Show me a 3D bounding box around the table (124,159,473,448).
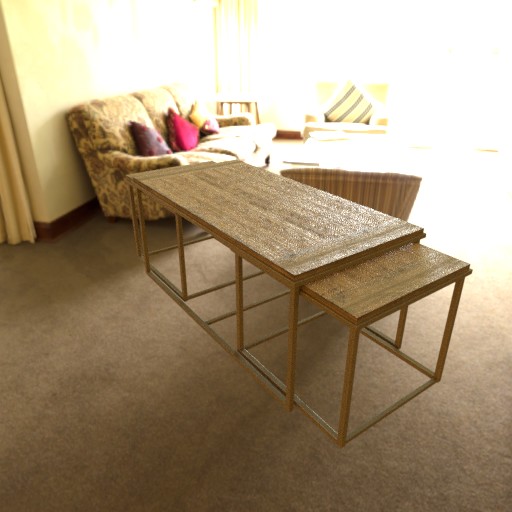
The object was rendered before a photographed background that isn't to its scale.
[{"bbox_3d":[0.000,0.000,1.575,0.489,0.427,1.312,-18,31,-31],"label":"table"}]
